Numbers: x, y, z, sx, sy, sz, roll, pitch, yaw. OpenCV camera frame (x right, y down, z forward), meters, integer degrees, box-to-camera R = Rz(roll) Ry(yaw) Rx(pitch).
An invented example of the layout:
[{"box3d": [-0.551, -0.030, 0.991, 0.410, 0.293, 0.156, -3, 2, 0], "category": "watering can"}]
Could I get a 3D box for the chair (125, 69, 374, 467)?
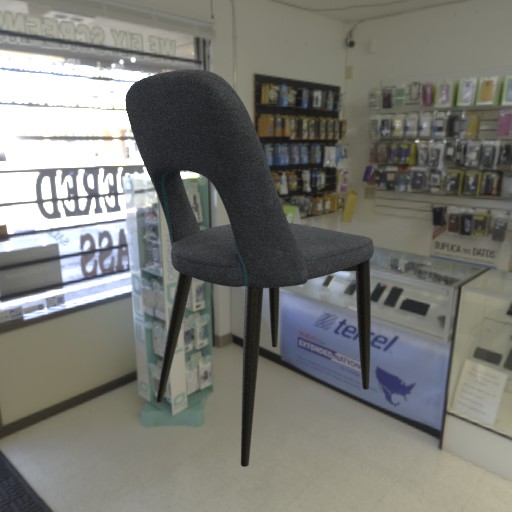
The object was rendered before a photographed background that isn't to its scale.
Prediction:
[{"box3d": [0.000, 0.000, 1.274, 0.612, 0.931, 0.470, -13, 20, -42], "category": "chair"}]
